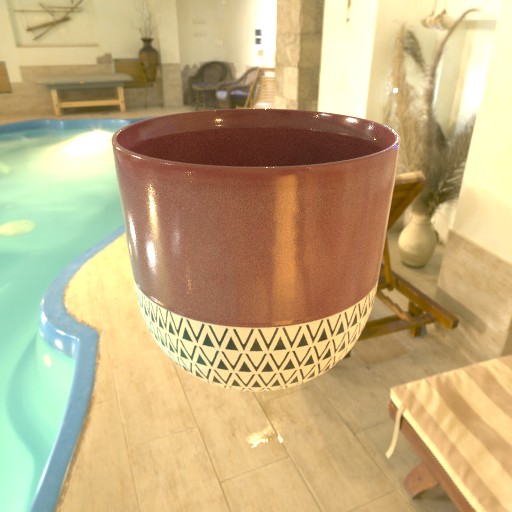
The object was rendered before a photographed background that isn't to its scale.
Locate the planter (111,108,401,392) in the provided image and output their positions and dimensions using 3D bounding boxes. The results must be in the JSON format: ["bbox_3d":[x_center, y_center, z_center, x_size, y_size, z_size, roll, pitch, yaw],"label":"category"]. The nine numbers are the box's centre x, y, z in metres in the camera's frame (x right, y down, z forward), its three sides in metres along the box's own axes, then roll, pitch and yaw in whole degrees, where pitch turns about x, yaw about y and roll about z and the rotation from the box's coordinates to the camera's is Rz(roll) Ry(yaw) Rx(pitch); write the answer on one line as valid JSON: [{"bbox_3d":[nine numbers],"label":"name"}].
[{"bbox_3d":[0.000,0.000,0.484,0.266,0.270,0.266,0,27,0],"label":"planter"}]
